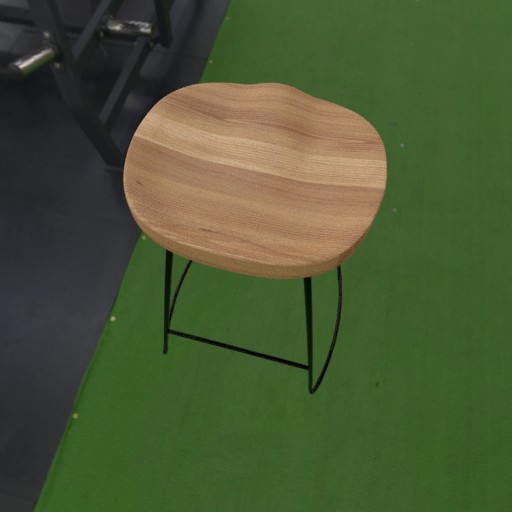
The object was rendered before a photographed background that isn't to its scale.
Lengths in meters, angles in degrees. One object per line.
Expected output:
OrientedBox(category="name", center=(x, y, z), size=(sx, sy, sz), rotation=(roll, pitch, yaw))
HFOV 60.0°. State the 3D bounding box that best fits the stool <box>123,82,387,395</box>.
OrientedBox(category="stool", center=(0.000, 0.000, 0.969), size=(0.480, 0.679, 0.401), rotation=(13, 64, 7))
